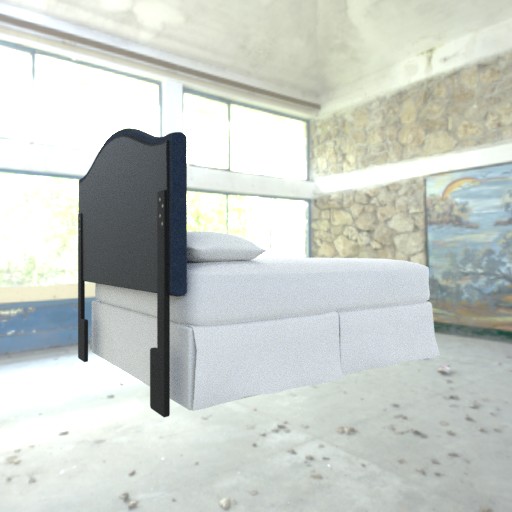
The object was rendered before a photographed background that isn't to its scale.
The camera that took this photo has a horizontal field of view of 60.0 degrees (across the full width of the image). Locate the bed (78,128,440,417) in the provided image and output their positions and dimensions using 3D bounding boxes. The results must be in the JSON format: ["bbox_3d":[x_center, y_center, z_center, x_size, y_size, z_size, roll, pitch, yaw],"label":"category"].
[{"bbox_3d":[0.000,0.000,3.311,2.153,1.518,1.725,0,0,-36],"label":"bed"}]
